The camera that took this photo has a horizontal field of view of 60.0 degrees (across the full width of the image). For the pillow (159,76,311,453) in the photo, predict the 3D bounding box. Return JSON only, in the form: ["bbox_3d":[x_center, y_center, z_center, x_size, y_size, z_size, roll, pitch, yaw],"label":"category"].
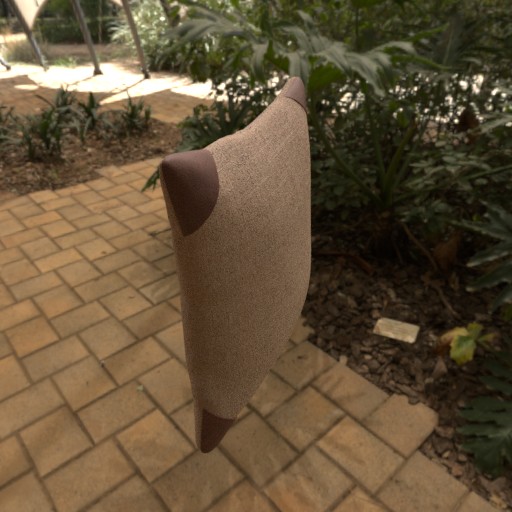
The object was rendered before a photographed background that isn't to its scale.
[{"bbox_3d":[0.000,0.000,0.675,0.147,0.448,0.437,10,33,16],"label":"pillow"}]
